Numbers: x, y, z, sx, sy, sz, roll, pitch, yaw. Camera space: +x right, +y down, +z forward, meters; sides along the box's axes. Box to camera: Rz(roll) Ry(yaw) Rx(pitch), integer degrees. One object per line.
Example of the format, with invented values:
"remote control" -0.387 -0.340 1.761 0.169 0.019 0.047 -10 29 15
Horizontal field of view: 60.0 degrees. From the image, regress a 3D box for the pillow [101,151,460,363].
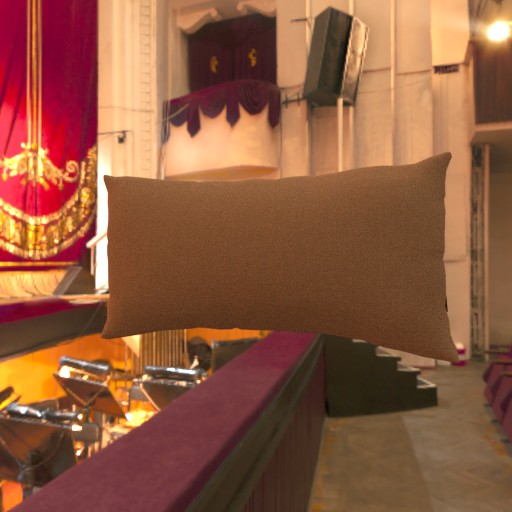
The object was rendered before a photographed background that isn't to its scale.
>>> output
"pillow" 0.000 0.000 0.732 0.612 0.308 0.148 0 -1 19
